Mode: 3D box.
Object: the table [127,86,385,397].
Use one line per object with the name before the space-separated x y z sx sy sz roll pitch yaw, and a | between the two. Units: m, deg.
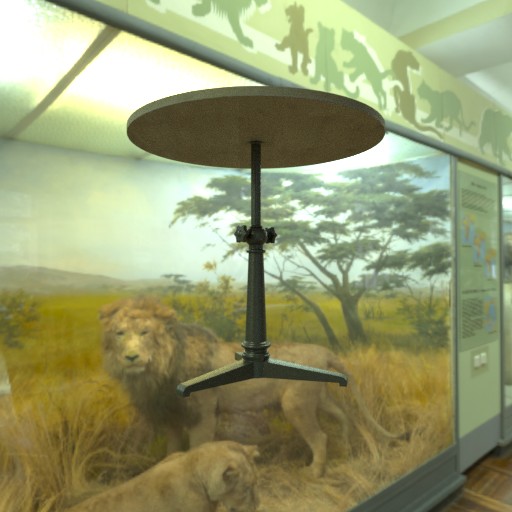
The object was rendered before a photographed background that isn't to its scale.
table | 0.000 0.000 1.422 0.800 0.780 0.800 0 -1 0
